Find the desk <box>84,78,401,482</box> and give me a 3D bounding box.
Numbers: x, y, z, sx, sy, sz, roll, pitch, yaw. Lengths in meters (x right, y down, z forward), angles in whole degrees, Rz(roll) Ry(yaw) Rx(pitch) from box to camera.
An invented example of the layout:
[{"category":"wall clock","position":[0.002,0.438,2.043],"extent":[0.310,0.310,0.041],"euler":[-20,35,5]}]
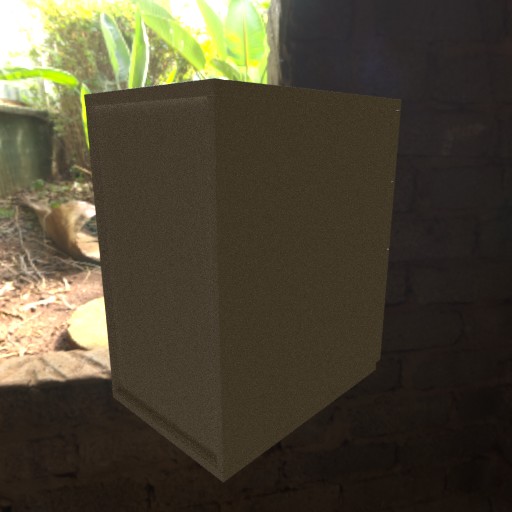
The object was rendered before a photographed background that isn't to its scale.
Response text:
[{"category":"desk","position":[0.000,0.000,1.080],"extent":[0.404,0.730,0.600],"euler":[14,21,42]}]
